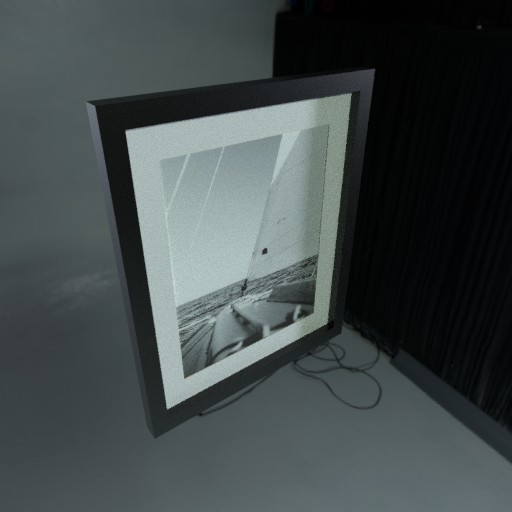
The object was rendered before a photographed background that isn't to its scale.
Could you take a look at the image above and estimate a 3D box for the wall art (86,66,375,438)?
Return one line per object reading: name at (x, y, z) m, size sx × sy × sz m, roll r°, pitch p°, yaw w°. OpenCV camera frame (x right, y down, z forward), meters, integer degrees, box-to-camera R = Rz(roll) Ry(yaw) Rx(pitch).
wall art at (0.000, 0.000, 0.755) m, size 0.461 × 0.558 × 0.031 m, roll -21°, pitch 37°, yaw -31°
